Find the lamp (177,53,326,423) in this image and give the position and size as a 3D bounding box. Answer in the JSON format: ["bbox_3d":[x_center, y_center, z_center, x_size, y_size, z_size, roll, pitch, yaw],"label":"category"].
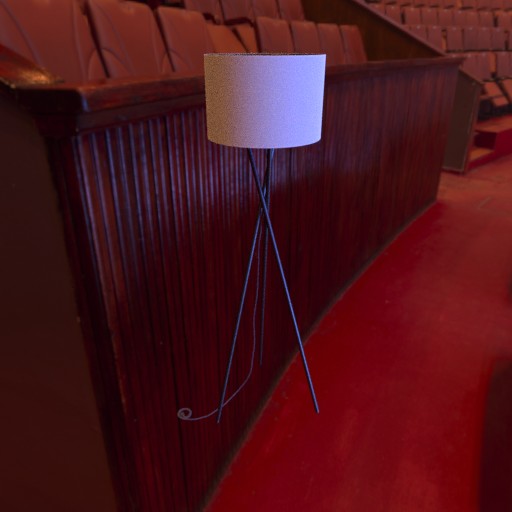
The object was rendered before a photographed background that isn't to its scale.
[{"bbox_3d":[0.000,0.000,1.959,0.667,1.624,0.522,8,27,16],"label":"lamp"}]
